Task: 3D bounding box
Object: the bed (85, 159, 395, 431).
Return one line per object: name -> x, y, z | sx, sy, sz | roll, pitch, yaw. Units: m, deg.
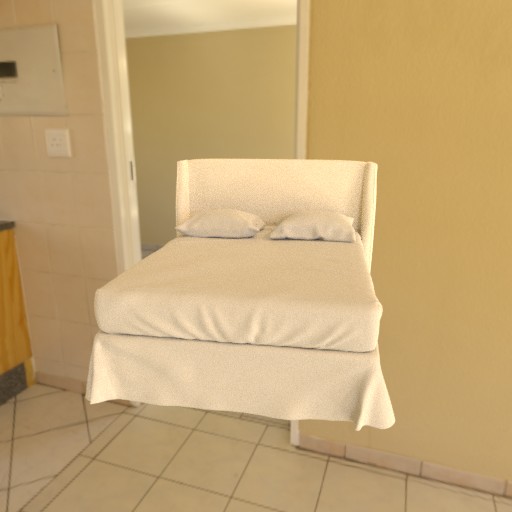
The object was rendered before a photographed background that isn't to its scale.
bed -> 0.000, 0.000, 3.412 | 1.925, 1.332, 2.276 | 3, 16, 9
